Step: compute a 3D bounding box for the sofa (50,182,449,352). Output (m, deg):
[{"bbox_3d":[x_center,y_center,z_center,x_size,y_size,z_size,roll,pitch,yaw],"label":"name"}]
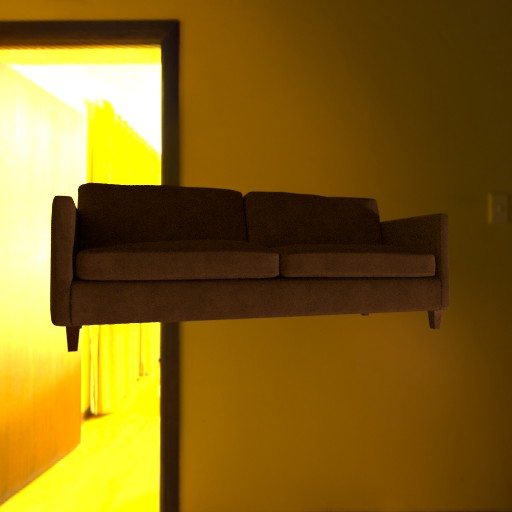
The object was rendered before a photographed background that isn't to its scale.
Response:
[{"bbox_3d":[0.000,0.000,2.949,2.434,0.965,0.951,0,-1,-20],"label":"sofa"}]
